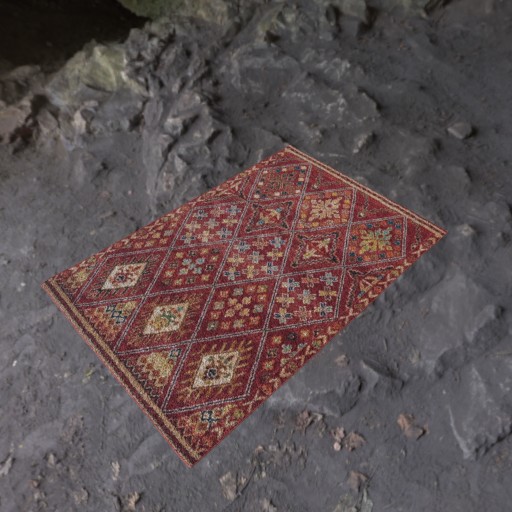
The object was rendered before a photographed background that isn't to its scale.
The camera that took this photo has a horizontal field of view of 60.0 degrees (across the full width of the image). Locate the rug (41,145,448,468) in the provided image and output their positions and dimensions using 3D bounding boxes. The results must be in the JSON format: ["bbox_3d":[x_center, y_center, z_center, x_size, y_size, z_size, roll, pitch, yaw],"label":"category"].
[{"bbox_3d":[0.000,0.000,2.933,2.286,0.026,1.521,-35,55,-29],"label":"rug"}]
